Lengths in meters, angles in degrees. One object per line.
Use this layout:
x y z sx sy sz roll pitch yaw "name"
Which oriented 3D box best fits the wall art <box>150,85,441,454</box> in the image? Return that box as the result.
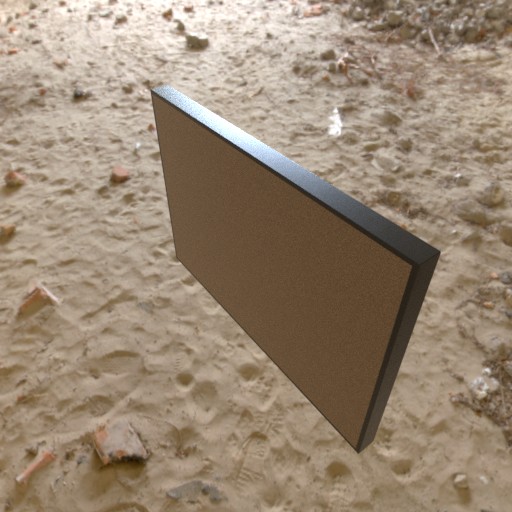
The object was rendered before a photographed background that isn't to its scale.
0.000 0.000 1.205 0.058 0.640 0.939 -26 47 -27 "wall art"
